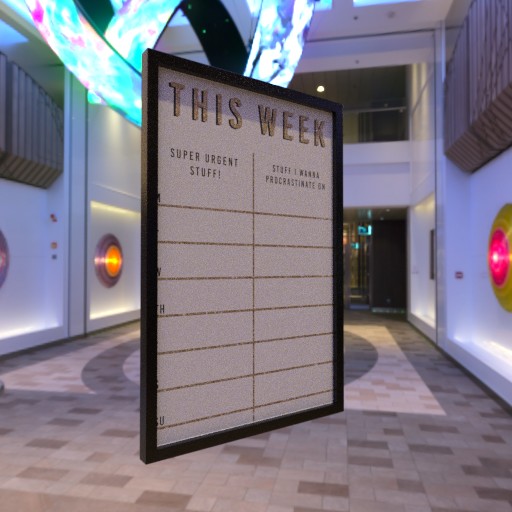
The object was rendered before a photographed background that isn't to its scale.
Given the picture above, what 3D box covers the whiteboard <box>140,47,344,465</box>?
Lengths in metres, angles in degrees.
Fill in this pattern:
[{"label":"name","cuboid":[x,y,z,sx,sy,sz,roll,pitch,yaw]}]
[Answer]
[{"label":"whiteboard","cuboid":[0.000,0.000,0.772,0.406,0.611,0.026,1,-1,-35]}]
